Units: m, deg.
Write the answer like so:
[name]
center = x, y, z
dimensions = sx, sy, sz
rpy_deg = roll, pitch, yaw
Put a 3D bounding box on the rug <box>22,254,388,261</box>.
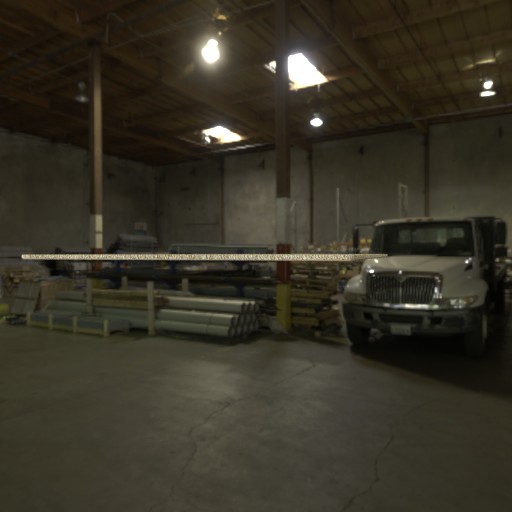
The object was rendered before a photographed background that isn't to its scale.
[rug]
center = 0.000, 0.000, 3.372
dimensions = 1.801, 0.024, 2.700
rpy_deg = 0, 0, 19
